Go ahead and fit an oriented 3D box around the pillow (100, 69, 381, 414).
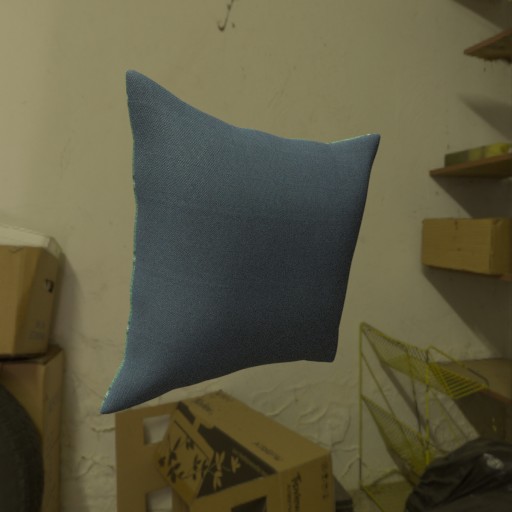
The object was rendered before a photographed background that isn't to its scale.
[{"bbox_3d":[0.000,0.000,0.688,0.453,0.430,0.200,0,0,-36],"label":"pillow"}]
